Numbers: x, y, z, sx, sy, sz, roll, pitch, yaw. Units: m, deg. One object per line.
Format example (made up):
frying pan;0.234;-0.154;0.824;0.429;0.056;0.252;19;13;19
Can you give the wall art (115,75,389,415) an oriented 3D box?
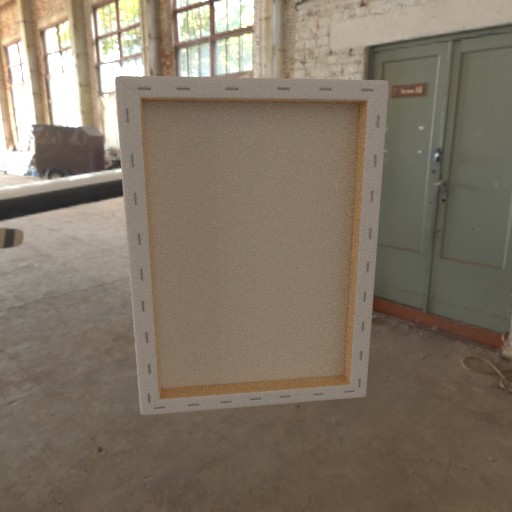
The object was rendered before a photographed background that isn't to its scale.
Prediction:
wall art;0.000;0.000;0.822;0.455;0.613;0.037;-2;15;-8
